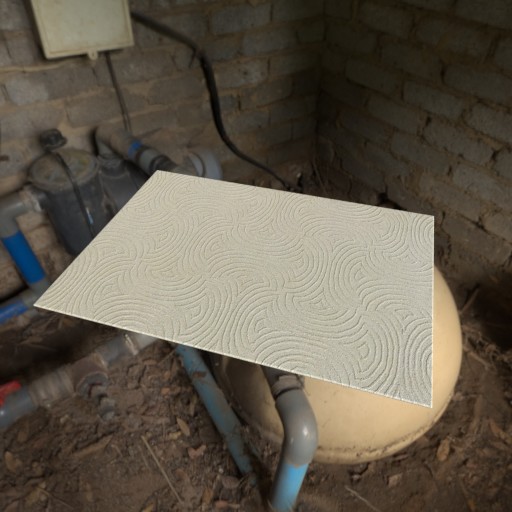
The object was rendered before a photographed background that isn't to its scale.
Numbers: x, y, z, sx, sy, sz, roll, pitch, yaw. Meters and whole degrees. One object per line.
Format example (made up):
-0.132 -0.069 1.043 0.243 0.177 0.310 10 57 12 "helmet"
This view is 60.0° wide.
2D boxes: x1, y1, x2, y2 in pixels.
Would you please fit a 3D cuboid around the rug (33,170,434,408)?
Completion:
0.000 0.000 2.785 2.132 0.015 1.526 11 43 13 "rug"
